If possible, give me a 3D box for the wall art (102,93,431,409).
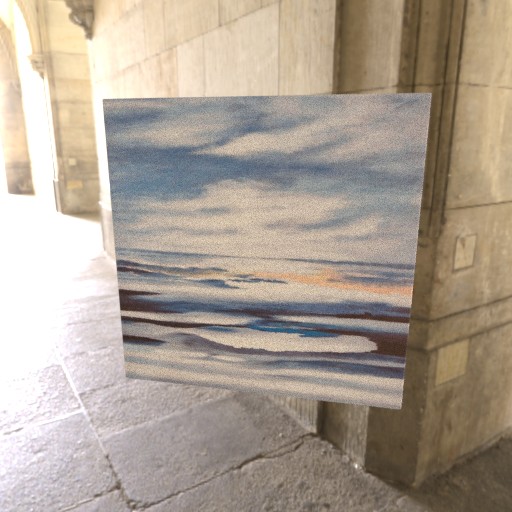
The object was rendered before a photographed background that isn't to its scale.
[{"bbox_3d":[0.000,0.000,1.099,0.747,0.747,0.035,3,15,11],"label":"wall art"}]
